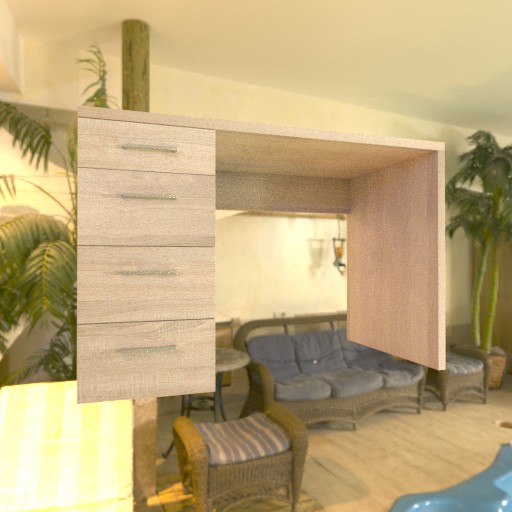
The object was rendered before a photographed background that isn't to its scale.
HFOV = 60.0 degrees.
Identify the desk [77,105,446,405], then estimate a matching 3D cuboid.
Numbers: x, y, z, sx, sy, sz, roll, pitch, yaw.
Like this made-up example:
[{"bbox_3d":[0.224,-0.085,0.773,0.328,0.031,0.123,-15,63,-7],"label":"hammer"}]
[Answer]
[{"bbox_3d":[0.000,0.000,1.515,1.100,0.731,0.600,0,0,-18],"label":"desk"}]
